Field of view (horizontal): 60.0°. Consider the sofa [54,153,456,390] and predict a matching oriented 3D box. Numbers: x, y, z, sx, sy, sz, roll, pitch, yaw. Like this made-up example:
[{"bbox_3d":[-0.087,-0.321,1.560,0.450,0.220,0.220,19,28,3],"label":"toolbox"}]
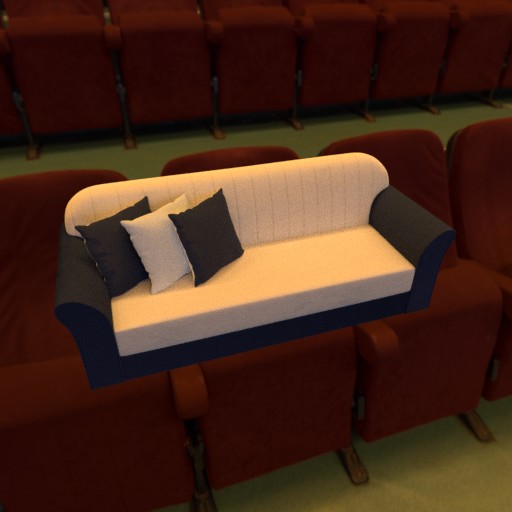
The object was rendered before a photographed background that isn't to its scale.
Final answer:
[{"bbox_3d":[0.000,0.000,2.471,2.006,0.789,0.749,-10,35,-15],"label":"sofa"}]
